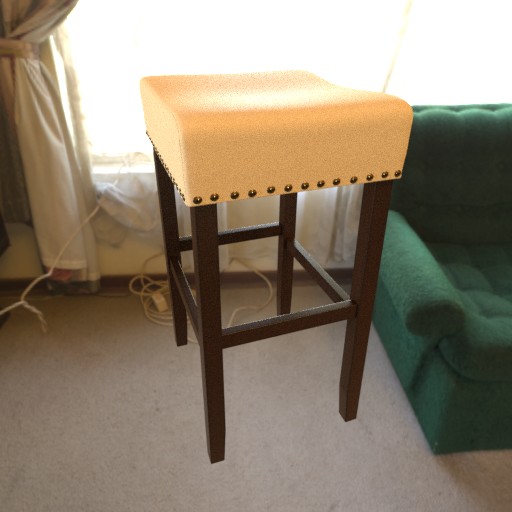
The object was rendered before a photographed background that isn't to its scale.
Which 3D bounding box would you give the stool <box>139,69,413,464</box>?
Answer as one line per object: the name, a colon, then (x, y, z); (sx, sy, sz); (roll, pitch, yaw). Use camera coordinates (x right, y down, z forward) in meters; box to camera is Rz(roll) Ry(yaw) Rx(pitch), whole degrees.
stool: (0.000, 0.000, 1.043); (0.401, 0.762, 0.471); (-10, 31, -17)
